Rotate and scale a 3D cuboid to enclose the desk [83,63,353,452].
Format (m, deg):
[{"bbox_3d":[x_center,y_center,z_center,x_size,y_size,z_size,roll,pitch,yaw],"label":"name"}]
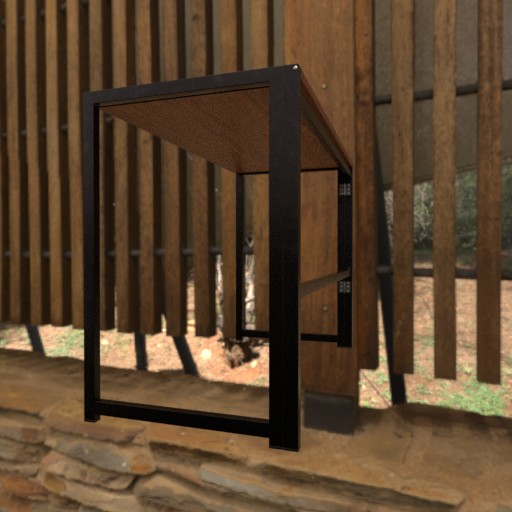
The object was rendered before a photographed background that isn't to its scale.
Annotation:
[{"bbox_3d":[0.000,0.000,1.426,0.508,0.762,1.016,0,1,18],"label":"desk"}]
